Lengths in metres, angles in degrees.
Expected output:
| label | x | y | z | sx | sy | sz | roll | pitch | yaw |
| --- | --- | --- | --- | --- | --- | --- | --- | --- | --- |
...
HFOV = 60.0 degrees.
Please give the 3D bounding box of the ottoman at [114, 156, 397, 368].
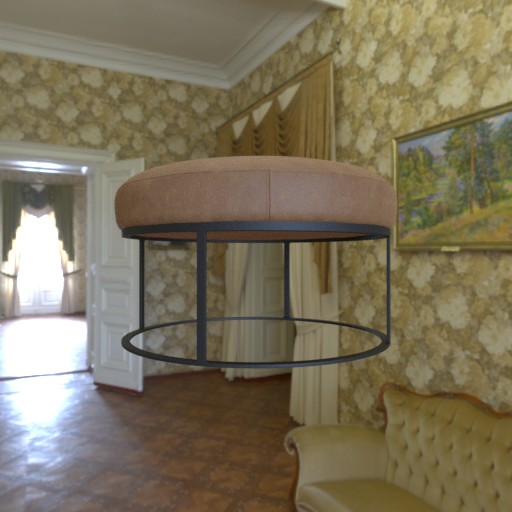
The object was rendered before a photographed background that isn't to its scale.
| label | x | y | z | sx | sy | sz | roll | pitch | yaw |
| --- | --- | --- | --- | --- | --- | --- | --- | --- | --- |
| ottoman | 0.000 | 0.000 | 1.267 | 0.771 | 0.460 | 0.771 | 0 | 0 | 0 |
